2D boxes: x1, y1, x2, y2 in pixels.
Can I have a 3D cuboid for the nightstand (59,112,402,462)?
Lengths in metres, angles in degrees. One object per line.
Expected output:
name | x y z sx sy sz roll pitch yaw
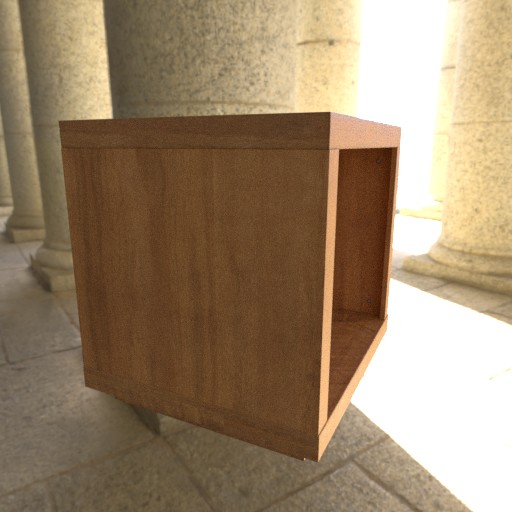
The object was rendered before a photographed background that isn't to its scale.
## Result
nightstand | 0.000 0.000 0.858 0.436 0.491 0.493 7 16 26
